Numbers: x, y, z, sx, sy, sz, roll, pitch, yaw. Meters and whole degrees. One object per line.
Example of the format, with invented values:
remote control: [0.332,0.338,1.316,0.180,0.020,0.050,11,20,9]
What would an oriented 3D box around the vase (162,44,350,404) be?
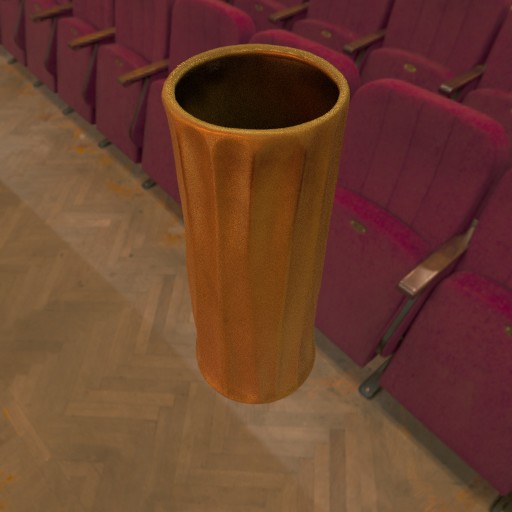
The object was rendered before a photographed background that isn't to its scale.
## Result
vase: [0.000,0.000,0.175,0.061,0.143,0.061,0,48,0]
